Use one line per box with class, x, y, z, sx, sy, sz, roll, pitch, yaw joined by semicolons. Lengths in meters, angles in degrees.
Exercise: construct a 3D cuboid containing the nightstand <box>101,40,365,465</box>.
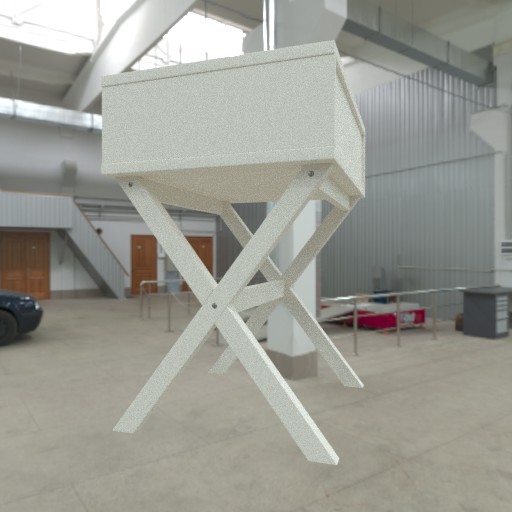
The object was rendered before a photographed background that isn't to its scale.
nightstand;0.000;0.000;0.927;0.402;0.623;0.479;0;0;19
